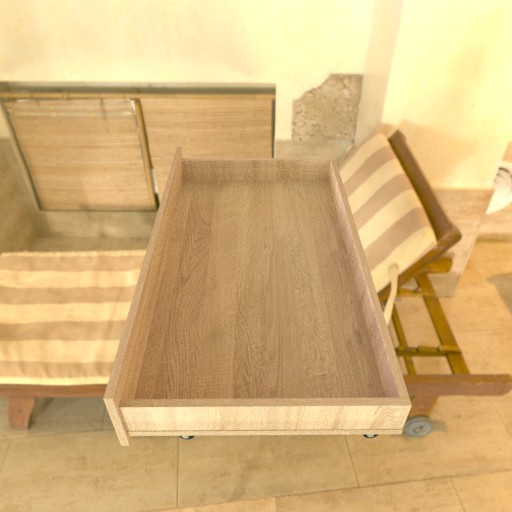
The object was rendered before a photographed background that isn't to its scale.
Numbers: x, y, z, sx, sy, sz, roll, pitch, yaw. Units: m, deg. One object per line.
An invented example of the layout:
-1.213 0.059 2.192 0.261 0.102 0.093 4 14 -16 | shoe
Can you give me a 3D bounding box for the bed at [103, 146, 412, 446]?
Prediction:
0.000 0.000 1.471 0.685 0.209 1.200 0 40 0 | bed
